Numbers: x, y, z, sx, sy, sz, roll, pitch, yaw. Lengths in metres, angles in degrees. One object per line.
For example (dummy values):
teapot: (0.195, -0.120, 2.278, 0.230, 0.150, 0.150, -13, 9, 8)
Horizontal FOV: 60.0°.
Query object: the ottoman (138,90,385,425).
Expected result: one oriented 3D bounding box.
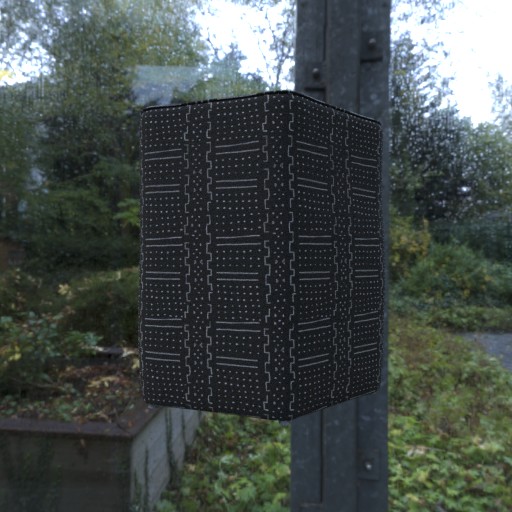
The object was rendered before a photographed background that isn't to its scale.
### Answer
ottoman: (0.000, 0.000, 0.883, 0.494, 0.502, 0.443, 0, 0, 19)
